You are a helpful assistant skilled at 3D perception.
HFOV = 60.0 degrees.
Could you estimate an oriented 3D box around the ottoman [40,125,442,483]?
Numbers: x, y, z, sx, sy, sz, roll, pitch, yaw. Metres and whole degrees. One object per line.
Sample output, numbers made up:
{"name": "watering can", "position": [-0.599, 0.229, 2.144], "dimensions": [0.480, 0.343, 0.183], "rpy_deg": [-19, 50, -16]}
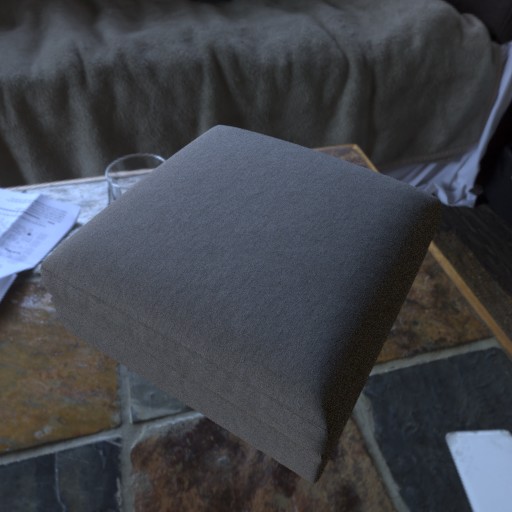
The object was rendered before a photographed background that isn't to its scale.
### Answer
{"name": "ottoman", "position": [0.000, 0.000, 1.587], "dimensions": [1.041, 0.470, 1.041], "rpy_deg": [24, 51, 21]}
